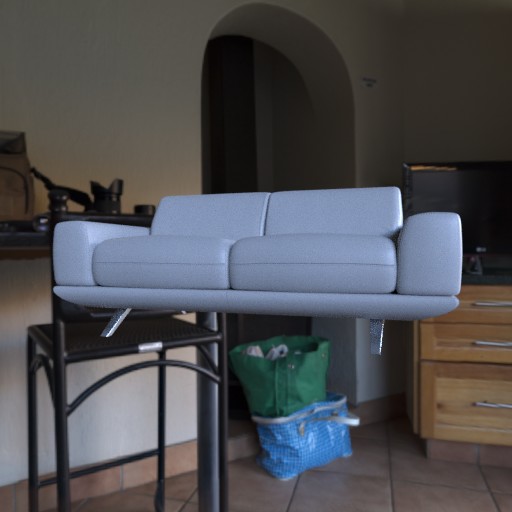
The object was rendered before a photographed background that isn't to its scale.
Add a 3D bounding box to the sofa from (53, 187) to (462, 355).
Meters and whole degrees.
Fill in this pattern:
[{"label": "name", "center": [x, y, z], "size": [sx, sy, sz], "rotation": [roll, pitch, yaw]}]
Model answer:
[{"label": "sofa", "center": [0.000, 0.000, 2.354], "size": [1.901, 0.772, 0.900], "rotation": [0, 0, 17]}]
